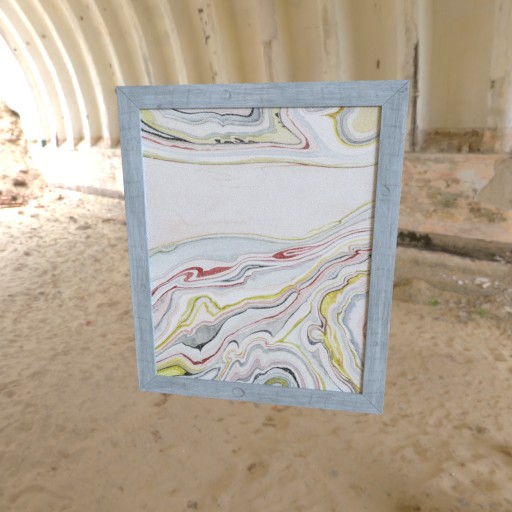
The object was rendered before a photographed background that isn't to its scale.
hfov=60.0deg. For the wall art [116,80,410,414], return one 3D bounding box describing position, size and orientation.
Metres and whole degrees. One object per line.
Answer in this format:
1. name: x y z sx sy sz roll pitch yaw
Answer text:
1. wall art: 0.000 0.000 0.798 0.479 0.582 0.022 2 15 9
